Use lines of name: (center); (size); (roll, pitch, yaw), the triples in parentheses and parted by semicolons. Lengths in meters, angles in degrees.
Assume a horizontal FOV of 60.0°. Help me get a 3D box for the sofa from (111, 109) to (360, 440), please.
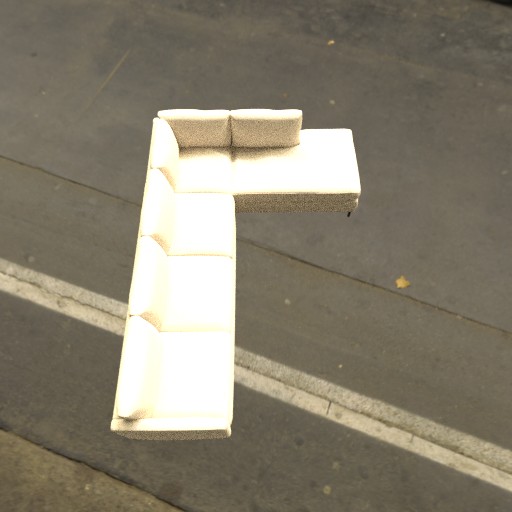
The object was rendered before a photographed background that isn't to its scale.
sofa: (0.000, 0.000, 3.859); (2.007, 0.815, 2.949); (0, 62, 0)
